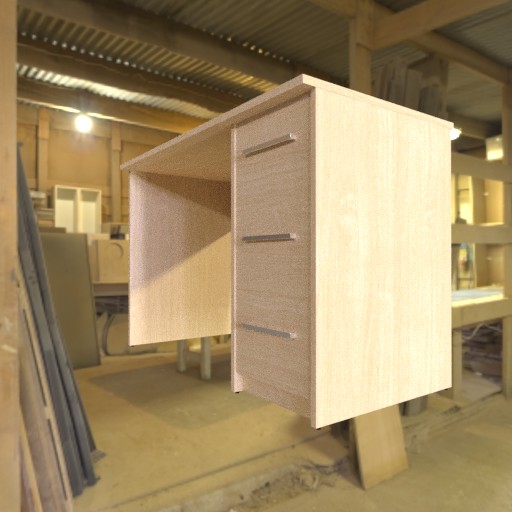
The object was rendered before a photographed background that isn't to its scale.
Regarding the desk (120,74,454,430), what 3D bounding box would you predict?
[{"bbox_3d":[0.000,0.000,1.508,0.560,0.735,1.097,0,0,-36],"label":"desk"}]
